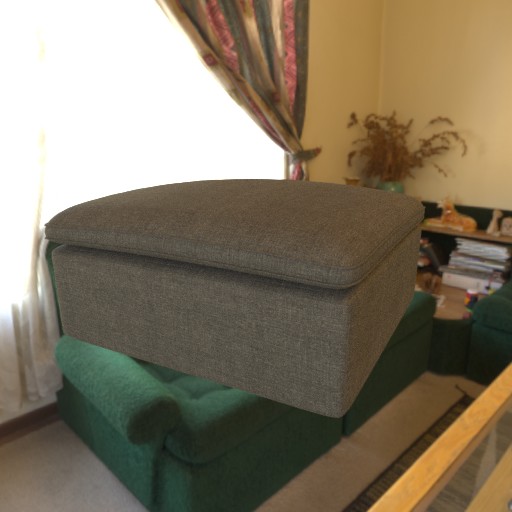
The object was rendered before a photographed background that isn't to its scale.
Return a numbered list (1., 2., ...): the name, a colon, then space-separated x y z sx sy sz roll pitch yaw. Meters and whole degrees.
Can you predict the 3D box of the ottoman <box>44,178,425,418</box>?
1. ottoman: 0.000 0.000 1.693 1.067 0.559 1.067 8 17 27
